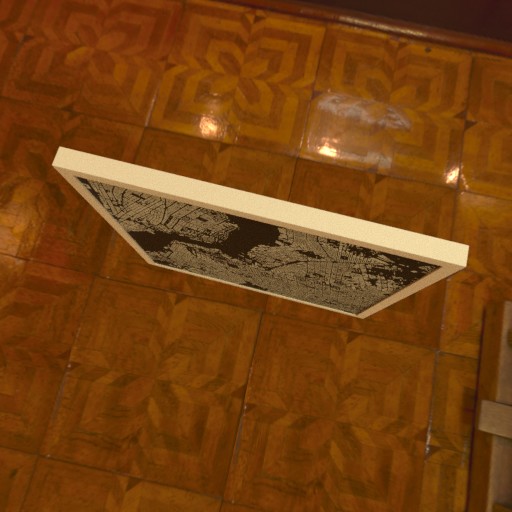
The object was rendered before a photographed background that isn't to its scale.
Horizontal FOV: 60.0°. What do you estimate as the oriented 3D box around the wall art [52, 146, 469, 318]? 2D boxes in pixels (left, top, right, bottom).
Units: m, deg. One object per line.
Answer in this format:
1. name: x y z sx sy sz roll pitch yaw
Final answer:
1. wall art: 0.000 0.000 1.161 0.761 0.762 0.050 14 76 4
